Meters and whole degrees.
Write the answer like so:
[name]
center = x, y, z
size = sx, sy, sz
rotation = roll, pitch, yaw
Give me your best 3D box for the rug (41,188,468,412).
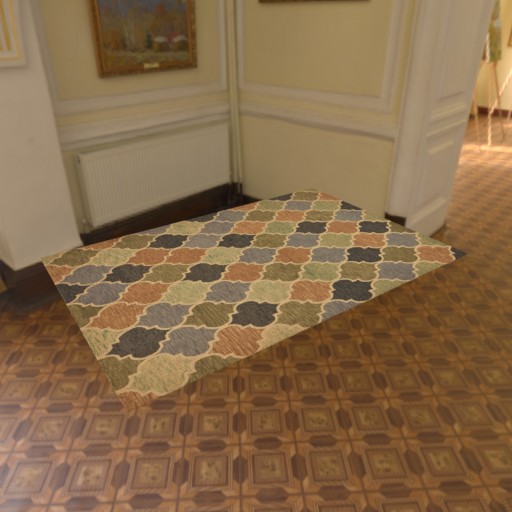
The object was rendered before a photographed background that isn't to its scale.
[rug]
center = 0.000, 0.000, 2.849
size = 2.284, 0.006, 1.521
rotation = -18, 33, -30
